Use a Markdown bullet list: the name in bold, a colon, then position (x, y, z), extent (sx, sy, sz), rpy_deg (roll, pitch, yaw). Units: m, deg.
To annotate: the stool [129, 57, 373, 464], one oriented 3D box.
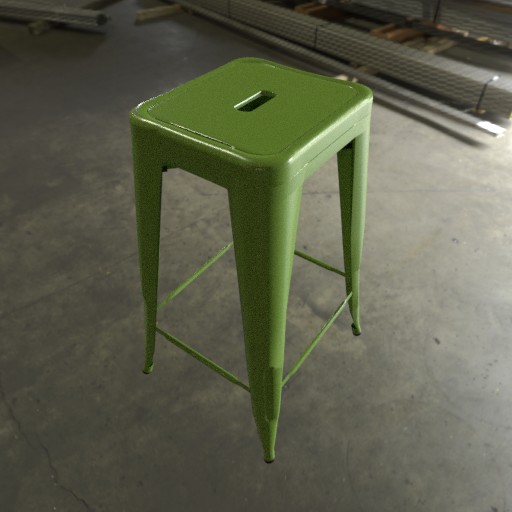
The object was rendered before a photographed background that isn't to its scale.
- **stool**: position (0.000, 0.000, 0.837), extent (0.358, 0.609, 0.398), rpy_deg (26, 49, 26)
